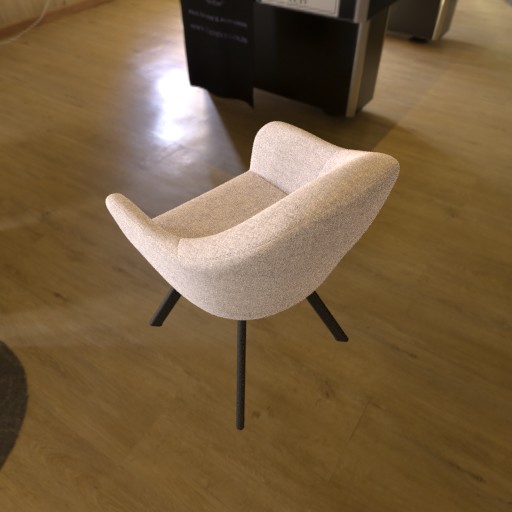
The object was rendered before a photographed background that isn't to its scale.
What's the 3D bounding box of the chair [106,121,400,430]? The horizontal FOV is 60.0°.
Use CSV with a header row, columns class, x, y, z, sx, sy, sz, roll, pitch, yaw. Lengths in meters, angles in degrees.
class,x,y,z,sx,sy,sz,roll,pitch,yaw
chair,0.000,0.000,1.158,0.540,0.780,0.570,-32,54,-27
